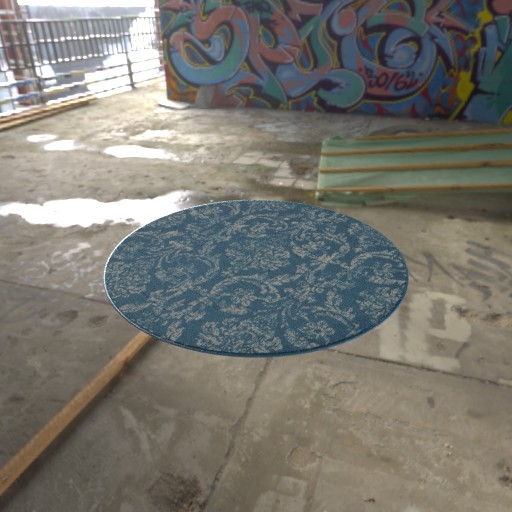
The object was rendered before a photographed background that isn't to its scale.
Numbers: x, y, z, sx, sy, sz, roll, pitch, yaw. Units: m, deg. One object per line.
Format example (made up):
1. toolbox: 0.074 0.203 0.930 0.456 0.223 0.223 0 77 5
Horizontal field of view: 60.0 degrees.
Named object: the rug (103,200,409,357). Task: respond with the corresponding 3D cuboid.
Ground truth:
1. rug: 0.000 0.000 2.412 1.593 0.012 1.593 0 29 0
